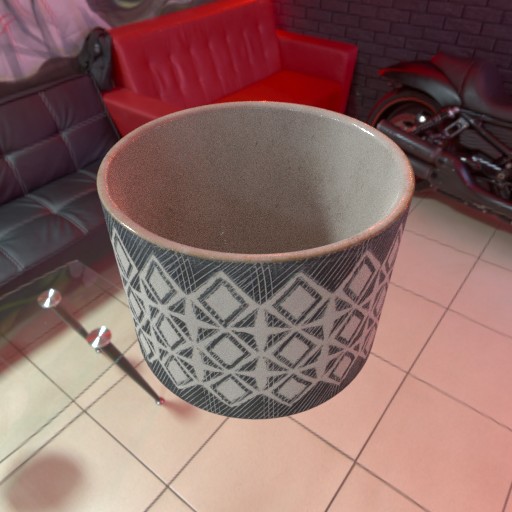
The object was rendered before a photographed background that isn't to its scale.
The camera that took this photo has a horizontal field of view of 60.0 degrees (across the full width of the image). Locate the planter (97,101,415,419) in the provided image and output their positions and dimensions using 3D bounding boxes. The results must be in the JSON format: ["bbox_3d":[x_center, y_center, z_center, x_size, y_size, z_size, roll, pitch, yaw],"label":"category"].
[{"bbox_3d":[0.000,0.000,0.216,0.126,0.104,0.126,0,40,0],"label":"planter"}]
